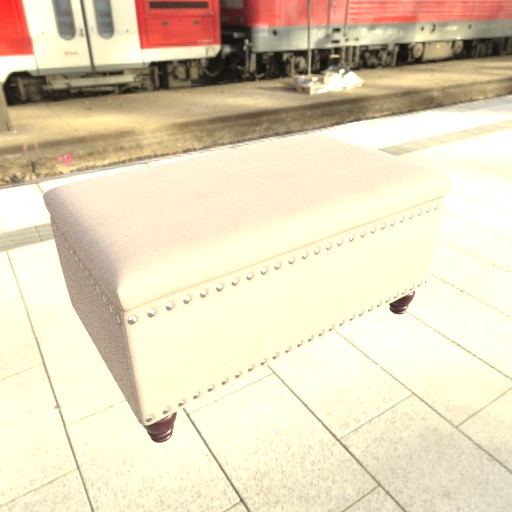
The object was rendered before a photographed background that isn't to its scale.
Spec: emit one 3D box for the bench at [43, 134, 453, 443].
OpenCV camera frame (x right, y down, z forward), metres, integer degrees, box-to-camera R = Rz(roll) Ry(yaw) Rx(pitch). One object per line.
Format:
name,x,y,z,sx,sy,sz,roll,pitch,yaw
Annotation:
bench,0.000,0.000,1.180,0.887,0.449,0.500,-19,35,-30
